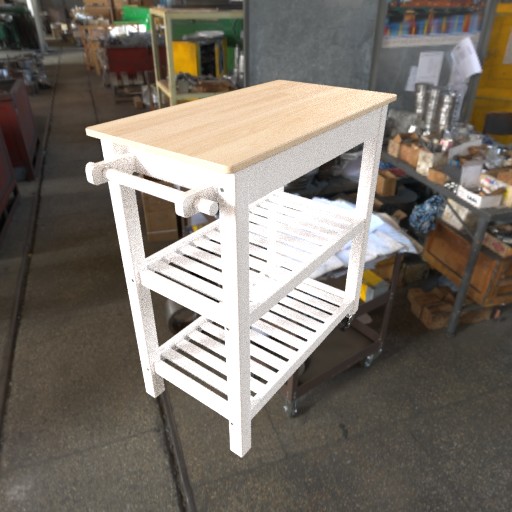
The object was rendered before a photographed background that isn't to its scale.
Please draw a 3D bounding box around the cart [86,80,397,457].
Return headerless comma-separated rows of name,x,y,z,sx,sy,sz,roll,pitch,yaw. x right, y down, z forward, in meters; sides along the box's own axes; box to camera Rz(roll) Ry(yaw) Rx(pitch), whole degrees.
cart,0.000,0.000,1.454,0.457,0.927,0.899,21,37,31
